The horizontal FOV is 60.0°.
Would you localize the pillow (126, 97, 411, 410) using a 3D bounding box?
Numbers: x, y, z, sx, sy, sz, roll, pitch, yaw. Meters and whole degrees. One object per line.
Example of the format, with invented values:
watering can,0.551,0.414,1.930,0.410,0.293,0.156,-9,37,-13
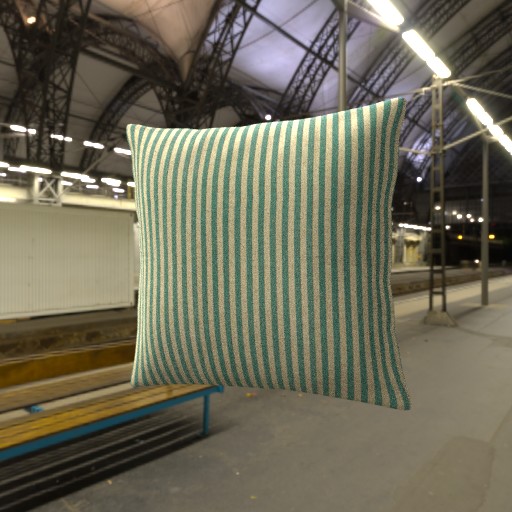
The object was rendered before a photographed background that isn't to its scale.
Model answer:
pillow,0.000,0.000,0.790,0.523,0.510,0.166,0,0,17
